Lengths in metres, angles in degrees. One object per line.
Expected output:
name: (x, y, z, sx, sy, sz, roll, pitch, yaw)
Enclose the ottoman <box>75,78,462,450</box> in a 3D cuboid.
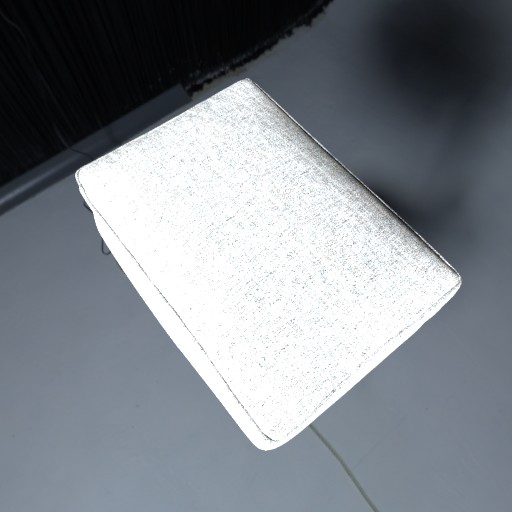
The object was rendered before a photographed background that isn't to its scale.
ottoman: (0.000, 0.000, 0.998, 0.508, 0.406, 0.686, -35, 69, -16)
